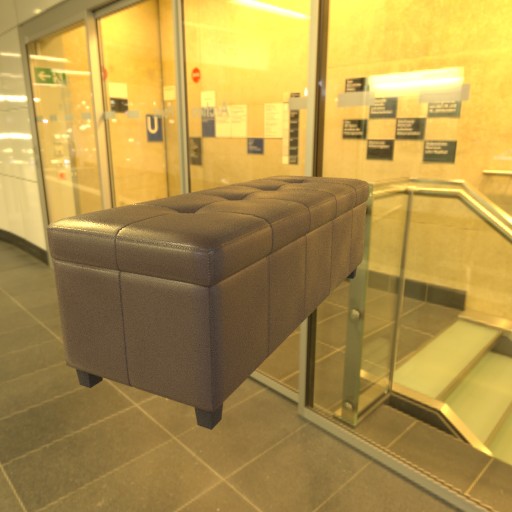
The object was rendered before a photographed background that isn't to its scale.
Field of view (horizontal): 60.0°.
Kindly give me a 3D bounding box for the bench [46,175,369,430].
[{"bbox_3d":[0.000,0.000,1.435,0.450,0.417,1.219,8,17,26],"label":"bench"}]
